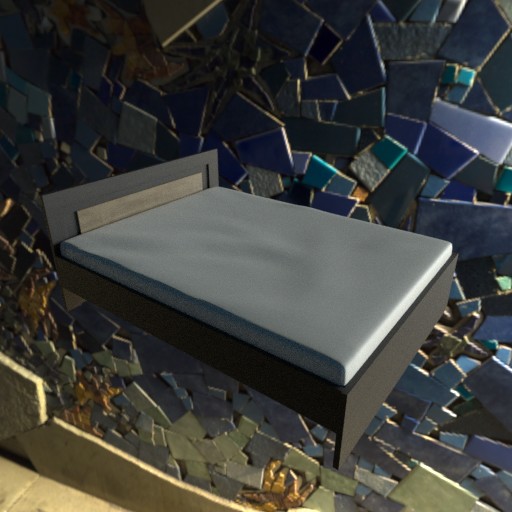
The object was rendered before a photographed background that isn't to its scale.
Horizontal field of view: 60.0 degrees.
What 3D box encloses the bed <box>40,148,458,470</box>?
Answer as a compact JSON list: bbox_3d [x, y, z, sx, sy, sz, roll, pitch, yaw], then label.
[{"bbox_3d":[0.000,0.000,2.851,2.073,0.823,1.585,18,31,33],"label":"bed"}]
